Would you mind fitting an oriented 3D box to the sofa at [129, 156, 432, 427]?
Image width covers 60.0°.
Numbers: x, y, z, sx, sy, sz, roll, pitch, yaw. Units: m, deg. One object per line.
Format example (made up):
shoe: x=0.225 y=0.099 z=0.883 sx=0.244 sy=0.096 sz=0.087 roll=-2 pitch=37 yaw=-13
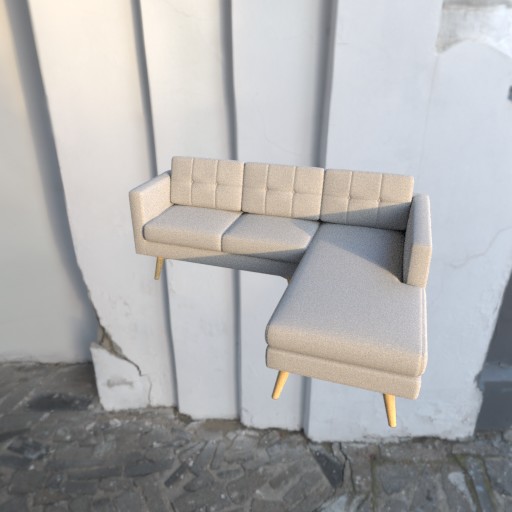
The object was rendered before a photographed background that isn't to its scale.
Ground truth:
sofa: x=0.000 y=0.000 z=2.813 sx=2.040 sy=0.860 sz=1.530 roll=8 pitch=27 yaw=16
